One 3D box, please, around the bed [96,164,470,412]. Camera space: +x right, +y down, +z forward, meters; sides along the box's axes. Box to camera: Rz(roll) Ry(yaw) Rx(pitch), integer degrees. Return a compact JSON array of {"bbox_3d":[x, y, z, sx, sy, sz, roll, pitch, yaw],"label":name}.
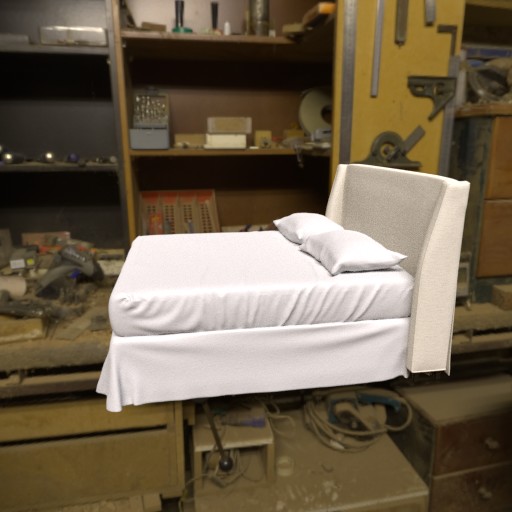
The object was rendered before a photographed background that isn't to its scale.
[{"bbox_3d":[0.000,0.000,3.492,2.276,1.332,1.925,-2,15,-9],"label":"bed"}]
